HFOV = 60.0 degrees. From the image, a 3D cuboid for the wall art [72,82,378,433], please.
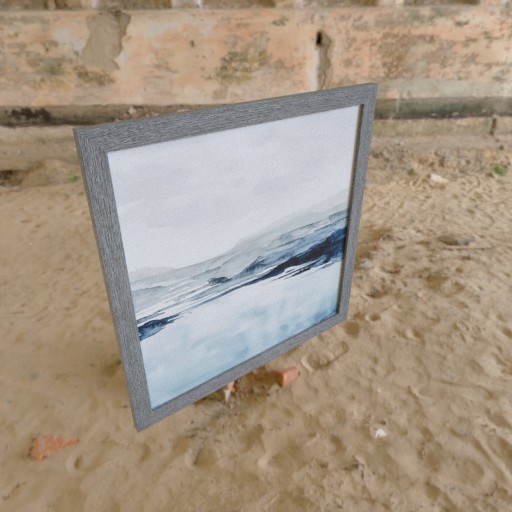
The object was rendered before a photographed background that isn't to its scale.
[{"bbox_3d":[0.000,0.000,1.019,0.685,0.685,0.020,-21,36,-31],"label":"wall art"}]
